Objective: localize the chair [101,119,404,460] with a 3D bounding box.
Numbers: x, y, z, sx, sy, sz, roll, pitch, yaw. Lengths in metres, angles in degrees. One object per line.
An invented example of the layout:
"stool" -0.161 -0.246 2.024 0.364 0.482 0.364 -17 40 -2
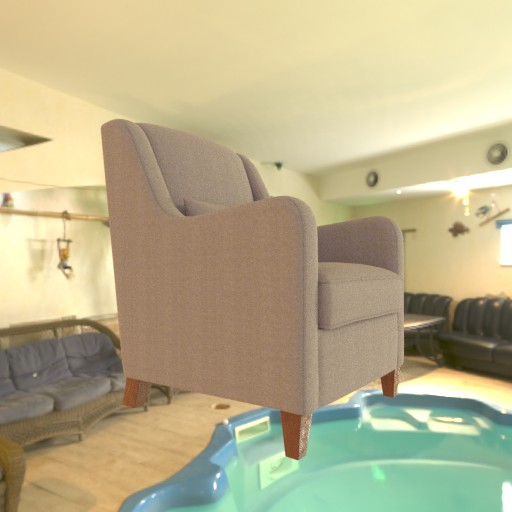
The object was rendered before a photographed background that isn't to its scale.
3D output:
"chair" 0.000 0.000 1.598 0.890 1.017 0.715 -1 -1 38
